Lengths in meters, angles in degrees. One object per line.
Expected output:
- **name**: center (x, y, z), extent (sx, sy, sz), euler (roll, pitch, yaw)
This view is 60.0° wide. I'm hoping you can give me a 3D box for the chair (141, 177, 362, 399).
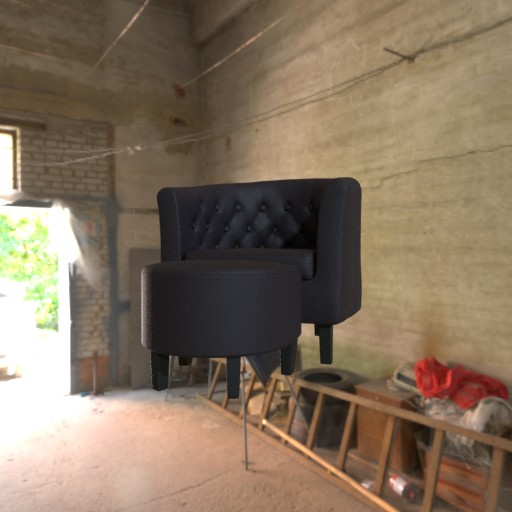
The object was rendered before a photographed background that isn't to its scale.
- **chair**: center (0.000, 0.000, 1.718), extent (0.763, 0.760, 1.191), euler (0, 1, 19)
